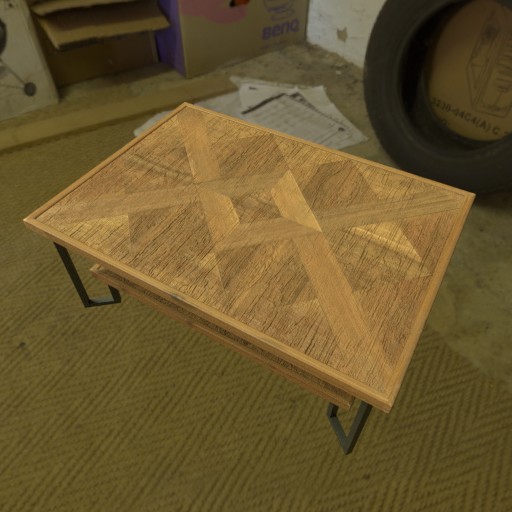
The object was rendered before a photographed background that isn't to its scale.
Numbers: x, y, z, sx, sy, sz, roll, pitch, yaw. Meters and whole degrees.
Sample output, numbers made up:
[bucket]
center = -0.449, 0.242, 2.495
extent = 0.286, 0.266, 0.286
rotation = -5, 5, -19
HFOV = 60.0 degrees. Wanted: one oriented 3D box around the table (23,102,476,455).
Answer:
[table]
center = 0.000, 0.000, 1.658
extent = 1.238, 0.492, 0.877
rotation = 23, 52, 20
